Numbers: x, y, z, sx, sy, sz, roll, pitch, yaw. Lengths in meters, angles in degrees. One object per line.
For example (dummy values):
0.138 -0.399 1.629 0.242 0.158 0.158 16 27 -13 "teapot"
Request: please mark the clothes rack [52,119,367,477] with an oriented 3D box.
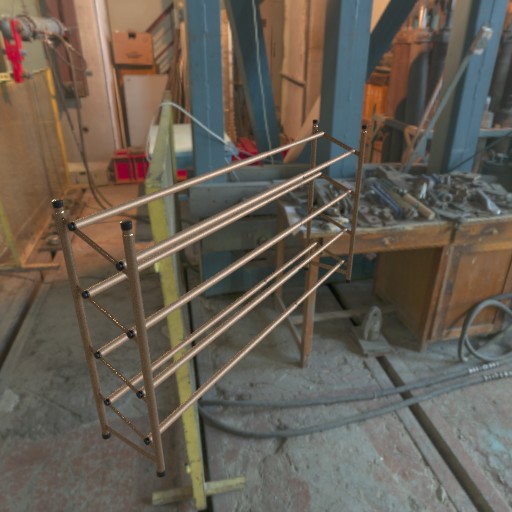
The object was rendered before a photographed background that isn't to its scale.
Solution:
0.000 0.000 1.424 0.229 0.672 1.168 17 31 30 "clothes rack"
